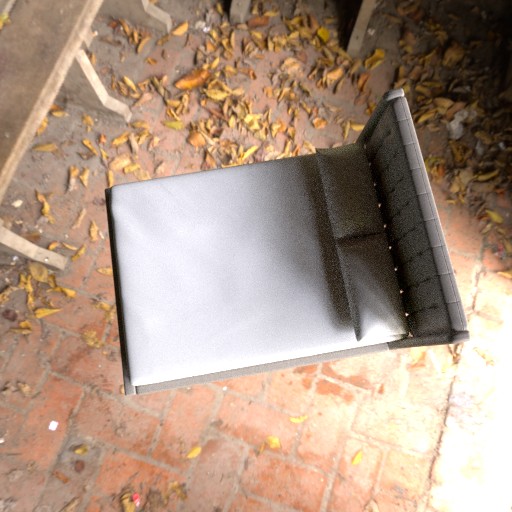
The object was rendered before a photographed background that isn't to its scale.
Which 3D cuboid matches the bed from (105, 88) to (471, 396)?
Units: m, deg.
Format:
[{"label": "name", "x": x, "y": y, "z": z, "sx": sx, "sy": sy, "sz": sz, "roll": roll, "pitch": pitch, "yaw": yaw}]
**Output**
[{"label": "bed", "x": 0.000, "y": 0.000, "z": 3.213, "sx": 2.232, "sy": 1.147, "sz": 1.656, "roll": -9, "pitch": 77, "yaw": -2}]
